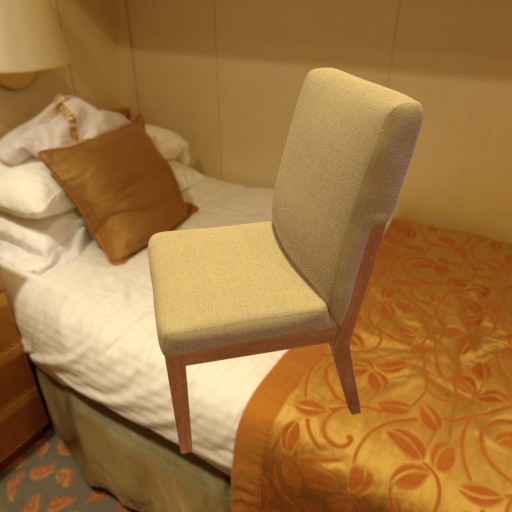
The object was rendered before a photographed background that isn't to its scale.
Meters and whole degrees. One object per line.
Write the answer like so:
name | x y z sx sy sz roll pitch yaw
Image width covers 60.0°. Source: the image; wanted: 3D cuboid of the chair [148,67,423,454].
chair | 0.000 0.000 1.240 0.586 0.911 0.507 -8 32 -13
